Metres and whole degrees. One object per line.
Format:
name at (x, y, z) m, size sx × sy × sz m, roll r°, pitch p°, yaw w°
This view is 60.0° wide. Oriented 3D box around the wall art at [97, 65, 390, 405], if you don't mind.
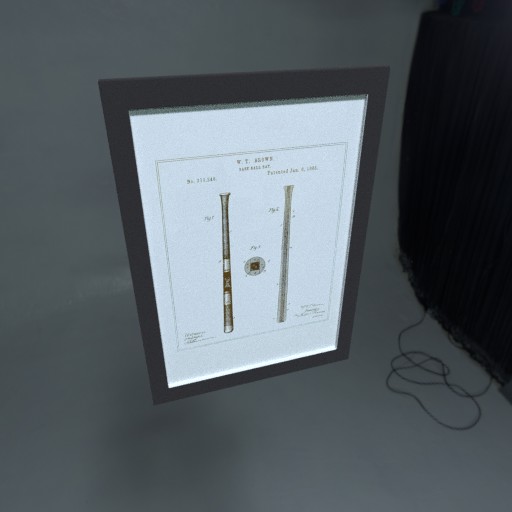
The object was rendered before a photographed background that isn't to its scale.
wall art at (0.000, 0.000, 0.682) m, size 0.374 × 0.529 × 0.012 m, roll -9°, pitch 32°, yaw -15°
